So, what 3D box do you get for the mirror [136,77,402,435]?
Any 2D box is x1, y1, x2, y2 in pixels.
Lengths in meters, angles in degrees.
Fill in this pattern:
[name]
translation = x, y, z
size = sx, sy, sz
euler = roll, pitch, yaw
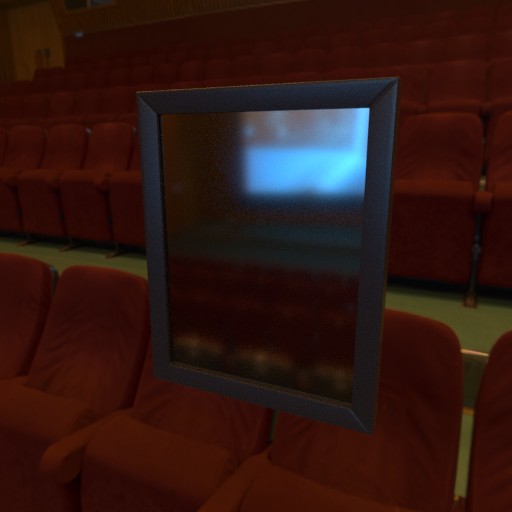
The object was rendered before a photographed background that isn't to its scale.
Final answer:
[mirror]
translation = 0.000, 0.000, 0.708
size = 0.405, 0.508, 0.041
euler = 7, 16, 24
